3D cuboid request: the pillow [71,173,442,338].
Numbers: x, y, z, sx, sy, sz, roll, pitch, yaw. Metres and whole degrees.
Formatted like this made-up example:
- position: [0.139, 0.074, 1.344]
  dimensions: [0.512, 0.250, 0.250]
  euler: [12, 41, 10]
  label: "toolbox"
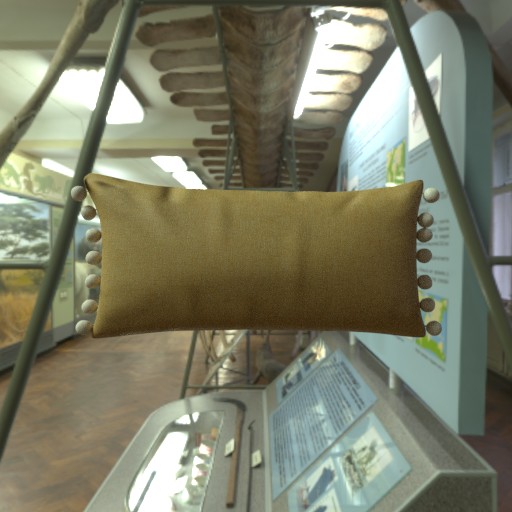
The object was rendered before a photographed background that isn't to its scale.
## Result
- position: [0.000, 0.000, 0.862]
  dimensions: [0.709, 0.322, 0.201]
  euler: [0, 0, 1]
  label: "pillow"
